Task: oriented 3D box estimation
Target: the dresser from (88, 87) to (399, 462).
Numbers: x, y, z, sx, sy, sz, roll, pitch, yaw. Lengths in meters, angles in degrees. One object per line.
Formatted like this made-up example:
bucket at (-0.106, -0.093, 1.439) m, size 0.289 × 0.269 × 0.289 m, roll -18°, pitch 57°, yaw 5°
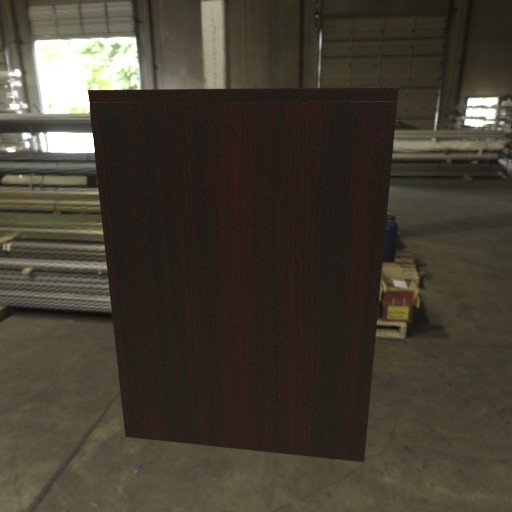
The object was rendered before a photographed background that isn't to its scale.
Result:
dresser at (0.000, 0.000, 0.816) m, size 0.400 × 0.560 × 0.360 m, roll 3°, pitch 18°, yaw 8°
